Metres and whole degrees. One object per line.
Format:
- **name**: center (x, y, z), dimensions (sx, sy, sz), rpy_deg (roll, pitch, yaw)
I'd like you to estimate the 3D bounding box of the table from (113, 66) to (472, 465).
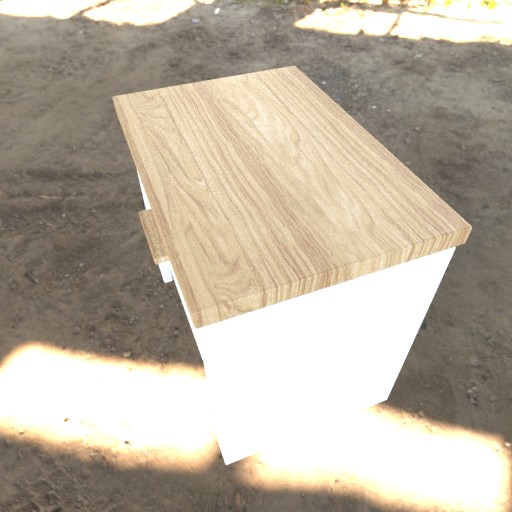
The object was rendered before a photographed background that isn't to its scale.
- **table**: center (0.000, 0.000, 0.802), dimensions (0.360, 0.440, 0.500), rpy_deg (-16, 48, -15)
